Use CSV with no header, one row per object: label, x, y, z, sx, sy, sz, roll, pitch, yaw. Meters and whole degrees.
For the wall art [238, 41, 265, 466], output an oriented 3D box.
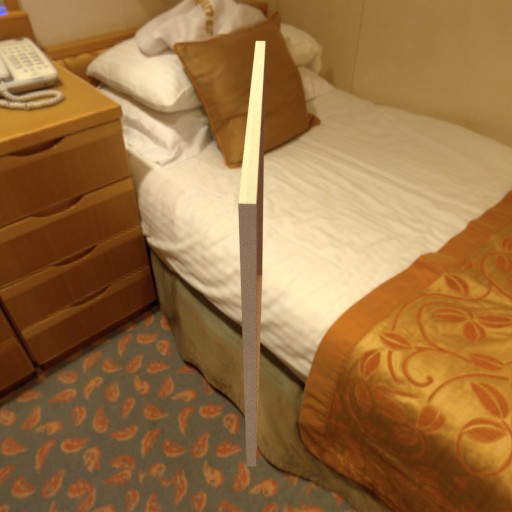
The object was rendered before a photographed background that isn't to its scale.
wall art,0.000,0.000,0.975,0.021,0.710,0.609,1,42,1
